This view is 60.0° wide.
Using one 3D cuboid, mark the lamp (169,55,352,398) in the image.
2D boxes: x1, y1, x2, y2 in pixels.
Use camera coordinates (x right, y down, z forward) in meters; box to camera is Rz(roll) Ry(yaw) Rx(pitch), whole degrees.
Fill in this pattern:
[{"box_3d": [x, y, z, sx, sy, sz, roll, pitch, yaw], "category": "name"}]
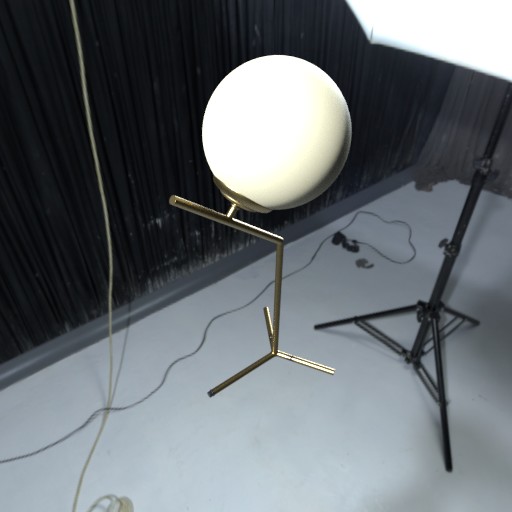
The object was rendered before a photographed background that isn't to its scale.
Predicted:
[{"box_3d": [0.000, 0.000, 0.665, 0.251, 0.552, 0.210, -26, 47, -28], "category": "lamp"}]
